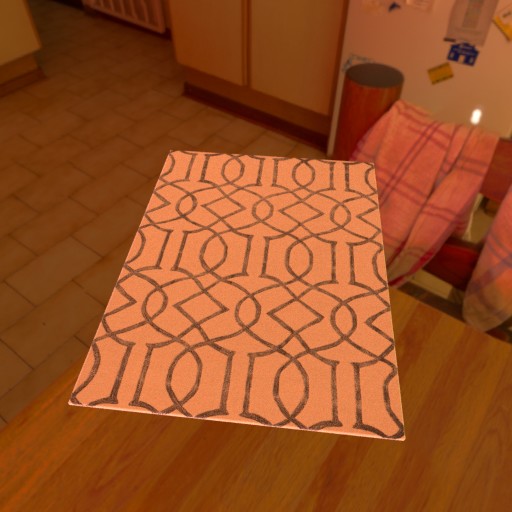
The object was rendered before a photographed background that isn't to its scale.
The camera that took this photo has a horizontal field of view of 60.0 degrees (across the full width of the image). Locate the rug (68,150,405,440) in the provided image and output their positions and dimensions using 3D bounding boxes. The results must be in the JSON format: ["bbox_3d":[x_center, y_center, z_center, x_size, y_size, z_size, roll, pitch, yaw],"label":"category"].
[{"bbox_3d":[0.000,0.000,3.840,2.211,0.021,2.910,5,48,4],"label":"rug"}]
